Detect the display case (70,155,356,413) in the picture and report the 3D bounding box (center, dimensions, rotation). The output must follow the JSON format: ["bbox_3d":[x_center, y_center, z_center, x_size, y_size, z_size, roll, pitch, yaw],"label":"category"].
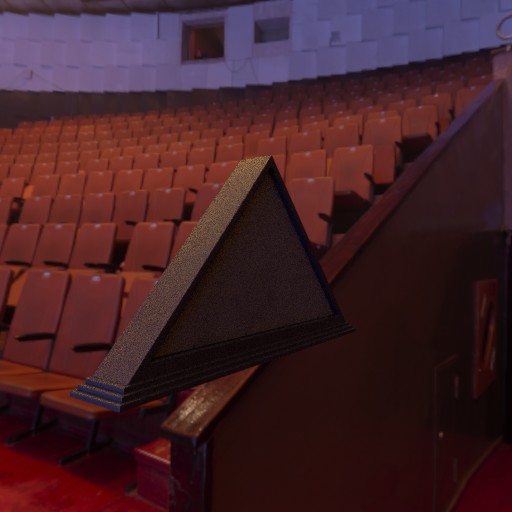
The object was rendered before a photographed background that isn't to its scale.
[{"bbox_3d":[0.000,0.000,0.767,0.095,0.340,0.640,0,0,36],"label":"display case"}]
